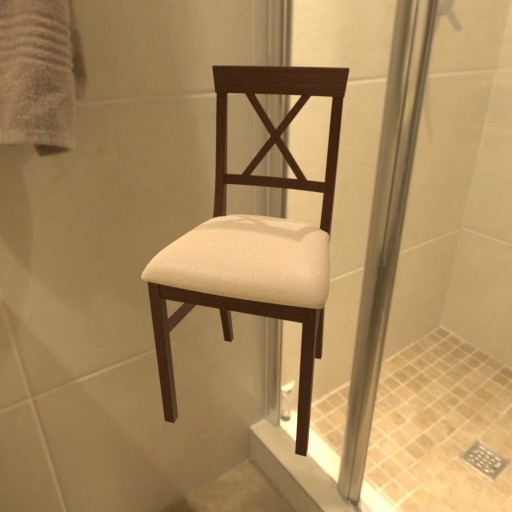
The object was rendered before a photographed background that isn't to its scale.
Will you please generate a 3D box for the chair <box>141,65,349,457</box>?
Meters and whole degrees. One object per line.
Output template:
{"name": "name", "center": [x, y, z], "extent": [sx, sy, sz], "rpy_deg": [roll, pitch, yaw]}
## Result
{"name": "chair", "center": [0.000, 0.000, 1.187], "extent": [0.440, 0.913, 0.480], "rpy_deg": [8, 27, 15]}
